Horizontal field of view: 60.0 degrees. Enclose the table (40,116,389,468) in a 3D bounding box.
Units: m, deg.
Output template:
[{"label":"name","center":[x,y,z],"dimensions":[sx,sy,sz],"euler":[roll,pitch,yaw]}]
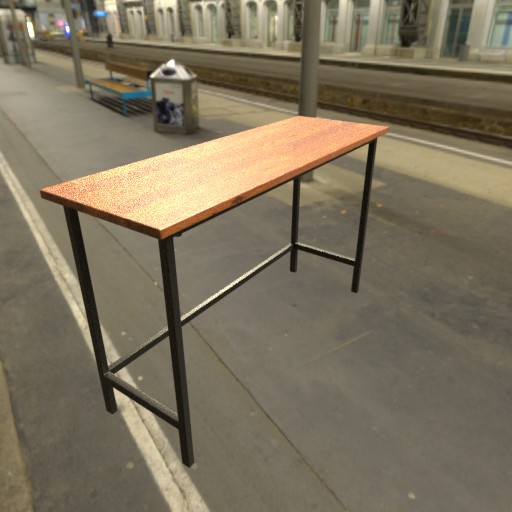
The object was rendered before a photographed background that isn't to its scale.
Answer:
[{"label":"table","center":[0.000,0.000,1.552],"dimensions":[0.408,0.740,1.204],"euler":[18,32,31]}]
